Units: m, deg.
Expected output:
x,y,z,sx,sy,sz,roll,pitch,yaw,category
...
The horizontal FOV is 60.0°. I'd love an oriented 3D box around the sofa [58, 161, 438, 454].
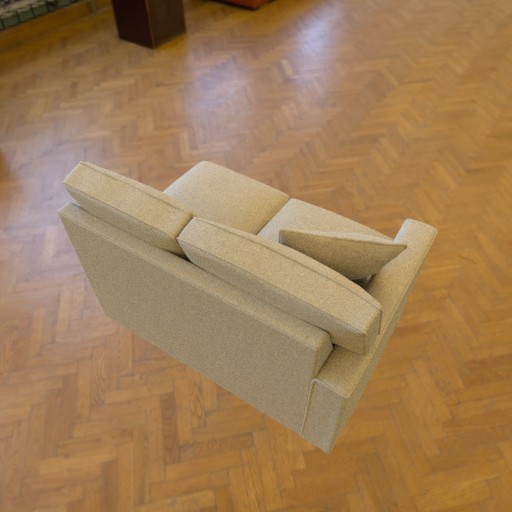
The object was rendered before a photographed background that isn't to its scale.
x,y,z,sx,sy,sz,roll,pitch,yaw,category
0.000,0.000,2.118,1.388,0.989,0.991,25,53,21,sofa
